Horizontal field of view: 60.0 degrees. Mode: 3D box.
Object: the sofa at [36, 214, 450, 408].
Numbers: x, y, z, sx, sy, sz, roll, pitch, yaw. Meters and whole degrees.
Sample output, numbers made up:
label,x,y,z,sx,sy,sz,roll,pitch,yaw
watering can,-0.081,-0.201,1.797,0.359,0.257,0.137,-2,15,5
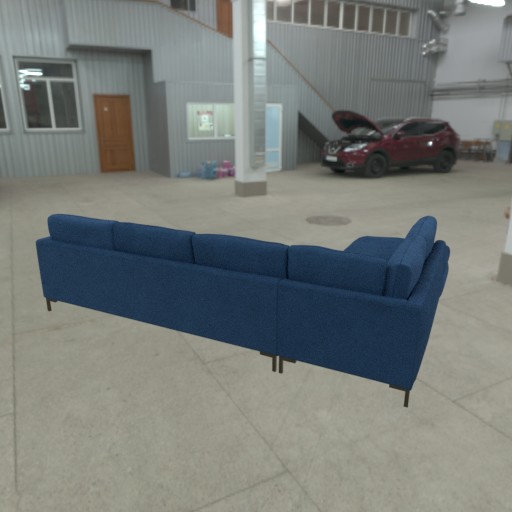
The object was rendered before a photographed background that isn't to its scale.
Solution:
label,x,y,z,sx,sy,sz,roll,pitch,yaw
sofa,0.000,0.000,3.771,2.949,0.815,2.007,8,19,25
